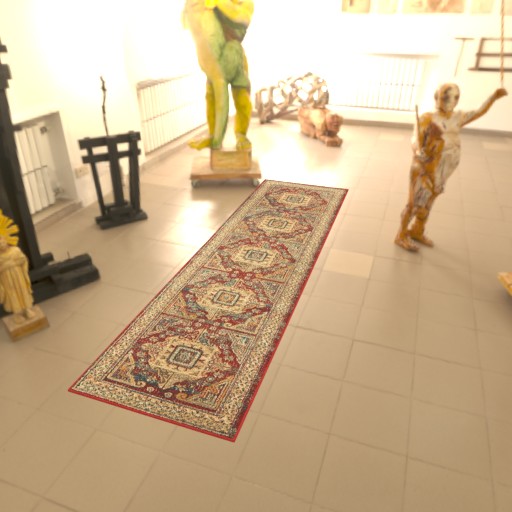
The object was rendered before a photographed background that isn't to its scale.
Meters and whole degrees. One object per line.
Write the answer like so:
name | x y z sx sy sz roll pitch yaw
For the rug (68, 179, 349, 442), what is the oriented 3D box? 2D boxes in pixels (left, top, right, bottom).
rug | 0.000 0.000 2.458 0.659 0.015 2.292 10 32 17
